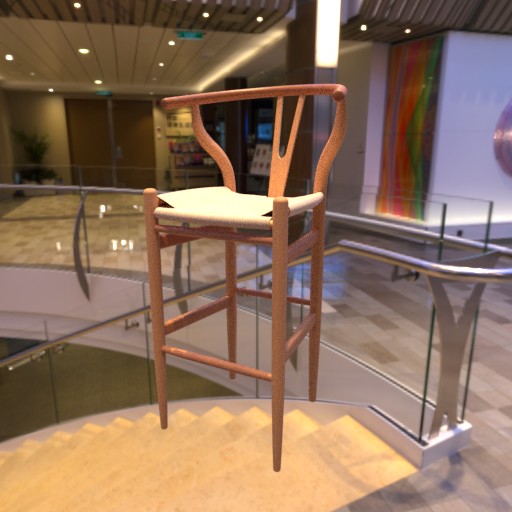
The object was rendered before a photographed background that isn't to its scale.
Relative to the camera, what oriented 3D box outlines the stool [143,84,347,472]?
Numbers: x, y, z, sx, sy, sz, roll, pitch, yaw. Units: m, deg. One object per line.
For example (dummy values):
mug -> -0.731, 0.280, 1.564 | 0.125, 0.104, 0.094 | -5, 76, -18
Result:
stool -> 0.000, 0.000, 1.405 | 0.574, 1.068, 0.561 | 8, 16, 27
